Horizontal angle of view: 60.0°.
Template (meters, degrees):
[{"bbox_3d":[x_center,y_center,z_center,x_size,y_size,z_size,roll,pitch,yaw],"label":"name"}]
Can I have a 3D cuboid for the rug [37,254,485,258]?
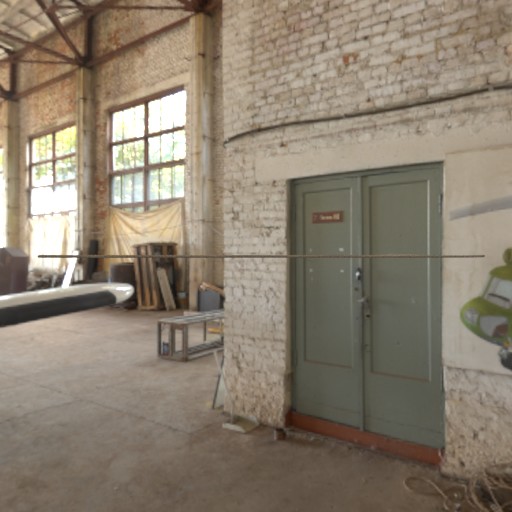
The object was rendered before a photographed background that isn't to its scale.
[{"bbox_3d":[0.000,0.000,1.060,0.869,0.008,0.511,0,0,-17],"label":"rug"}]
